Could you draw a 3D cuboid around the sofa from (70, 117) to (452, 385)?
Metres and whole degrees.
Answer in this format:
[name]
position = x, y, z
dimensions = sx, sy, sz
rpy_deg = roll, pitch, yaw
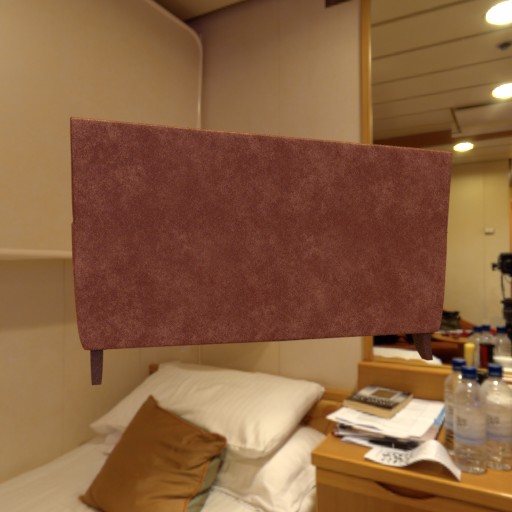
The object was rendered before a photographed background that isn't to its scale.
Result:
[sofa]
position = 0.000, 0.000, 1.981
dimensions = 1.473, 0.871, 0.787
rpy_deg = 0, -1, -17
